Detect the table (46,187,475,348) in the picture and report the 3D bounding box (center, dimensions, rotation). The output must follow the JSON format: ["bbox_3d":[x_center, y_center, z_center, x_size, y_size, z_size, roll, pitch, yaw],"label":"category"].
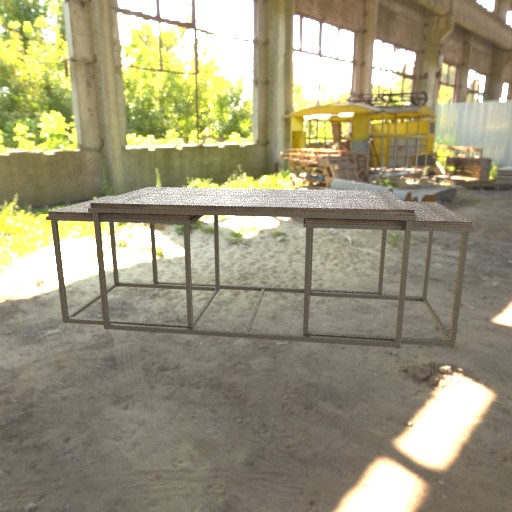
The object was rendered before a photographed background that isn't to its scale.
[{"bbox_3d":[0.000,0.000,1.588,1.312,0.427,0.489,2,15,8],"label":"table"}]
